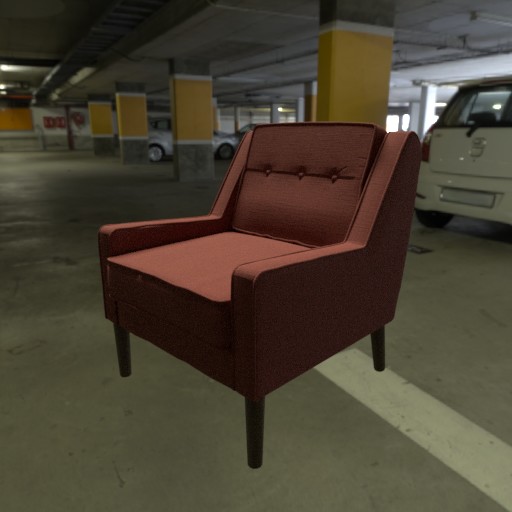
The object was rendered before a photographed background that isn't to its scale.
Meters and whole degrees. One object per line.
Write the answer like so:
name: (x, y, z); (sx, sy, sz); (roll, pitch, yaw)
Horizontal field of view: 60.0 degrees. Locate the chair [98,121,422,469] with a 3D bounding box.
chair: (0.000, 0.000, 1.390); (0.680, 0.812, 0.770); (15, 22, 42)
